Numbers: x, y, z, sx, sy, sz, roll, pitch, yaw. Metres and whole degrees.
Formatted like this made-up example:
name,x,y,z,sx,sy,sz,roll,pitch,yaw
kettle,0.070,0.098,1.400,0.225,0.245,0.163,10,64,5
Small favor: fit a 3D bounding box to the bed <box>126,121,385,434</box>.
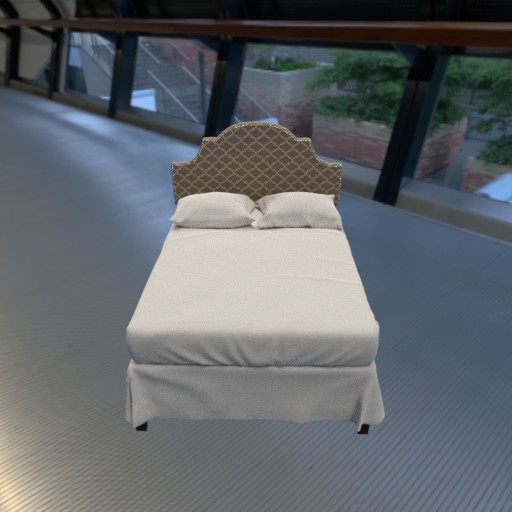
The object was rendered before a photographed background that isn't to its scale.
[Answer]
name,x,y,z,sx,sy,sz,roll,pitch,yaw
bed,0.000,0.000,3.471,1.780,1.633,2.222,1,30,1
